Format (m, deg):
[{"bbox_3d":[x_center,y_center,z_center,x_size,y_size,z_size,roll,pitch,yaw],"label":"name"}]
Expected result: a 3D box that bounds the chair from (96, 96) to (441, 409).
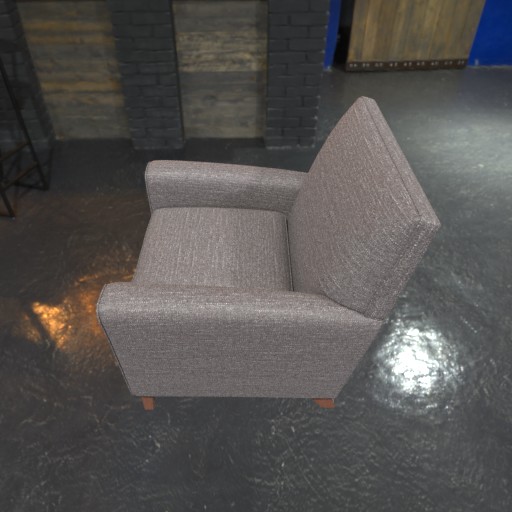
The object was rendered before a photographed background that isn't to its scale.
[{"bbox_3d":[0.000,0.000,1.609,0.875,0.885,0.838,0,41,0],"label":"chair"}]
